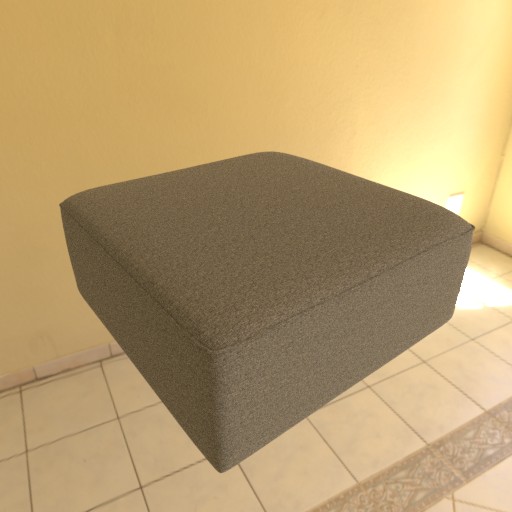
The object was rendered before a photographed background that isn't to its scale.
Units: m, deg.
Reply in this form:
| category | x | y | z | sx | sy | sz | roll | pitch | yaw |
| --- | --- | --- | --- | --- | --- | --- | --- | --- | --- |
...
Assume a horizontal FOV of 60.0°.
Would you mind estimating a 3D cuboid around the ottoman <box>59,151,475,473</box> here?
| category | x | y | z | sx | sy | sz | roll | pitch | yaw |
| --- | --- | --- | --- | --- | --- | --- | --- | --- | --- |
| ottoman | 0.000 | 0.000 | 1.550 | 1.005 | 0.464 | 1.015 | -21 | 35 | -32 |
